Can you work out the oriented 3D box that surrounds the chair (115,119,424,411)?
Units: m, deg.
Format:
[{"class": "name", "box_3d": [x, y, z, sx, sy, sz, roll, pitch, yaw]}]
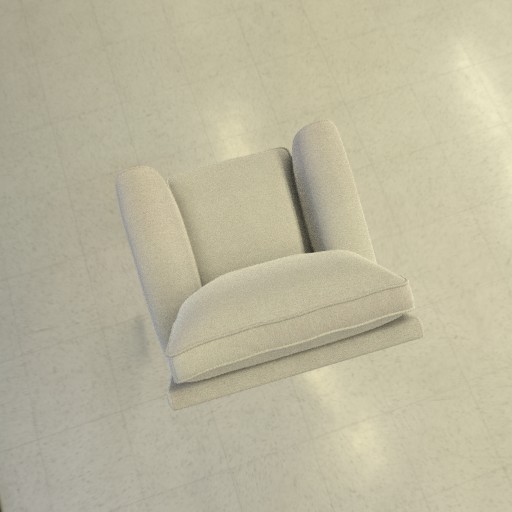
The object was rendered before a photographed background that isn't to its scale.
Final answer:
[{"class": "chair", "box_3d": [0.000, 0.000, 1.653, 0.890, 0.960, 0.878, -15, 76, -4]}]
